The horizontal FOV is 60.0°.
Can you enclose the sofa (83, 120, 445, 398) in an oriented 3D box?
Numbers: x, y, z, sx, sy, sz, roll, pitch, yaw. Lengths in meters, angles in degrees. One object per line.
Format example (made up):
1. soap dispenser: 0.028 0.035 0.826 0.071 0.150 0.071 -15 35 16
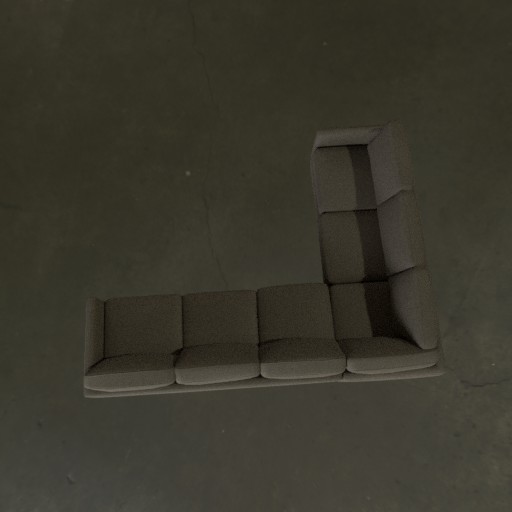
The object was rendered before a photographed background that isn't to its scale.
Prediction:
1. sofa: 0.000 0.000 4.521 3.302 0.947 2.593 -4 75 -1
